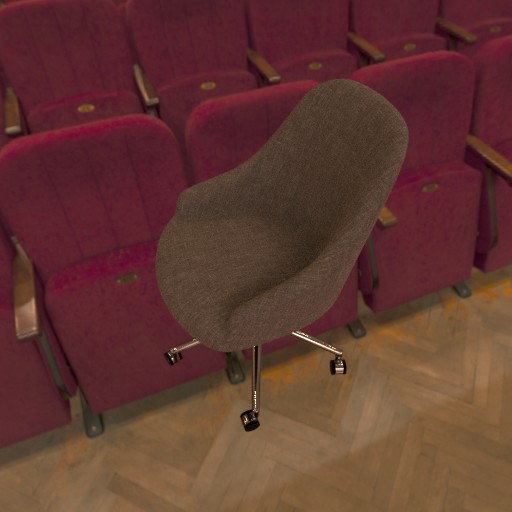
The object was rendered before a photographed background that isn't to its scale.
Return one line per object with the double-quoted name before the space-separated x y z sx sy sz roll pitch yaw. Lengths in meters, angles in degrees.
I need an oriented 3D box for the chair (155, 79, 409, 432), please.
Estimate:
"chair" 0.000 0.000 1.403 0.712 0.950 0.671 -16 49 -15
